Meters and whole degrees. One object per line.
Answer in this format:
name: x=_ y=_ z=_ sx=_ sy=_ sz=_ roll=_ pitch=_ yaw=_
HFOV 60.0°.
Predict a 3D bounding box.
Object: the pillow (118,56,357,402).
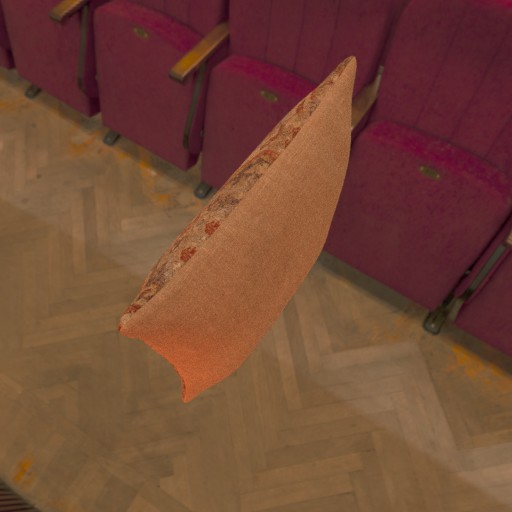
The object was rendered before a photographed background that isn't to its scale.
pillow: x=0.000 y=0.000 z=0.787 sx=0.166 sy=0.506 sz=0.523 roll=31 pitch=67 yaw=15
